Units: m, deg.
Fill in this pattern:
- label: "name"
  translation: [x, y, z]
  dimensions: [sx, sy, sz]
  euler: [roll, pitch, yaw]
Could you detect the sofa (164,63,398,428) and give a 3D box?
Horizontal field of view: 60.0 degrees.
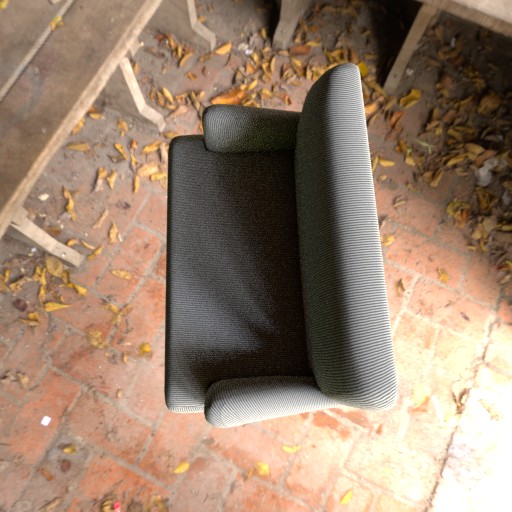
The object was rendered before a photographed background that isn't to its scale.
- label: "sofa"
  translation: [0.000, 0.000, 1.826]
  dimensions: [0.779, 0.889, 1.297]
  euler: [-2, 74, -1]
